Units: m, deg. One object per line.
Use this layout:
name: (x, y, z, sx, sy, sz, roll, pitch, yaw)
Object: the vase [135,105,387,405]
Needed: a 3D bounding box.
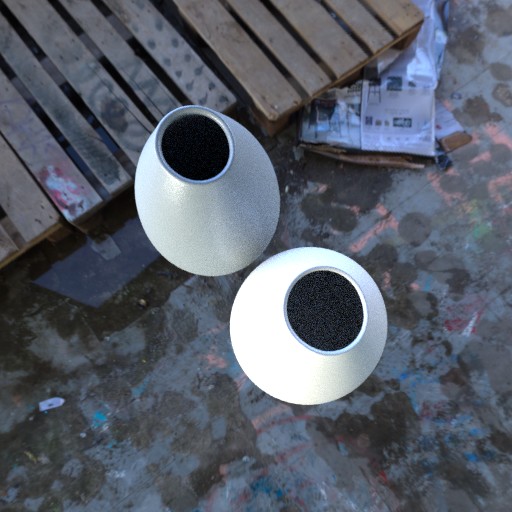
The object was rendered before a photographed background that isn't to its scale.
vase: (0.000, 0.000, 0.259, 0.089, 0.131, 0.187, -36, 78, -9)
